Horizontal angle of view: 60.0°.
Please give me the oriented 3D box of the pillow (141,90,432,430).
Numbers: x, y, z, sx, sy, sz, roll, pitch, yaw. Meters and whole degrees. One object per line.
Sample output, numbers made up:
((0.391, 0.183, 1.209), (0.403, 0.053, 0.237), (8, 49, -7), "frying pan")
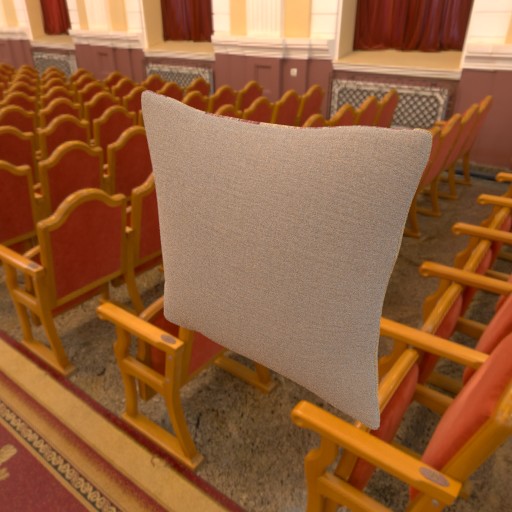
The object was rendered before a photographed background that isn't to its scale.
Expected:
((0.000, 0.000, 0.641), (0.437, 0.419, 0.136), (20, 34, 32), "pillow")
